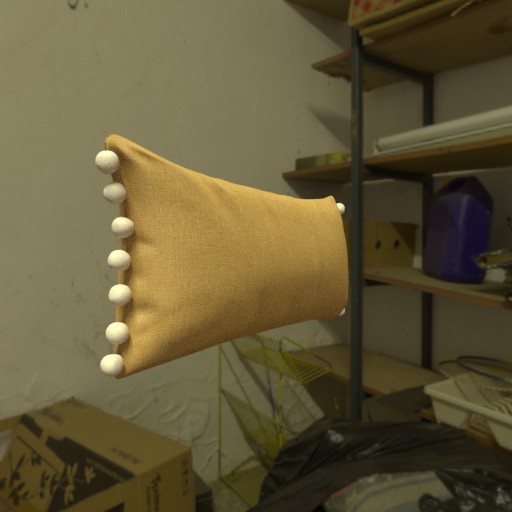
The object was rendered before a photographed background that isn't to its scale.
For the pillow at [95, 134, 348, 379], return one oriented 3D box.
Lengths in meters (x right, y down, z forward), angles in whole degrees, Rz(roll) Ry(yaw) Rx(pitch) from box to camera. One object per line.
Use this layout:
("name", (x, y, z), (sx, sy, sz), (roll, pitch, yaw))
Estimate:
("pillow", (0.000, 0.000, 0.843), (0.201, 0.322, 0.709), (0, 1, 36))
